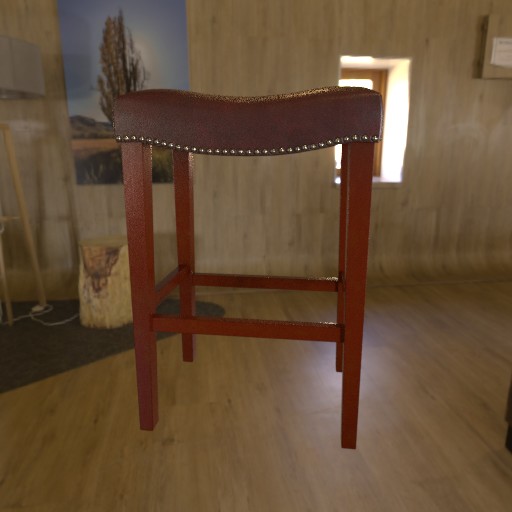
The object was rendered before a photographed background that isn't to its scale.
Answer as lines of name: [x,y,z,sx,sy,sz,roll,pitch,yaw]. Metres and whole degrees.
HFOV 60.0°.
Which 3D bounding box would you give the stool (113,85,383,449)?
stool: [0.000,0.000,1.053,0.504,0.742,0.372,2,15,8]
